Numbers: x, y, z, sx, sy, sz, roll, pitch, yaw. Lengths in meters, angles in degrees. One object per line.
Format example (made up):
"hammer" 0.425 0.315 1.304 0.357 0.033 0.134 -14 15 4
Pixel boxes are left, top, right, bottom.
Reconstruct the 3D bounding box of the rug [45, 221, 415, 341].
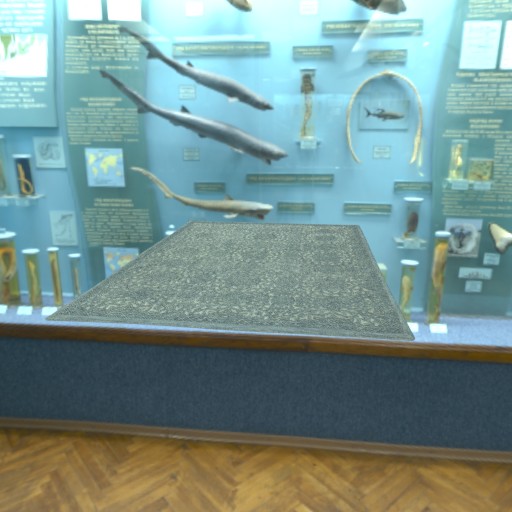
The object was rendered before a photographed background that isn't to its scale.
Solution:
"rug" 0.000 0.000 2.309 1.224 0.016 1.830 2 15 7
